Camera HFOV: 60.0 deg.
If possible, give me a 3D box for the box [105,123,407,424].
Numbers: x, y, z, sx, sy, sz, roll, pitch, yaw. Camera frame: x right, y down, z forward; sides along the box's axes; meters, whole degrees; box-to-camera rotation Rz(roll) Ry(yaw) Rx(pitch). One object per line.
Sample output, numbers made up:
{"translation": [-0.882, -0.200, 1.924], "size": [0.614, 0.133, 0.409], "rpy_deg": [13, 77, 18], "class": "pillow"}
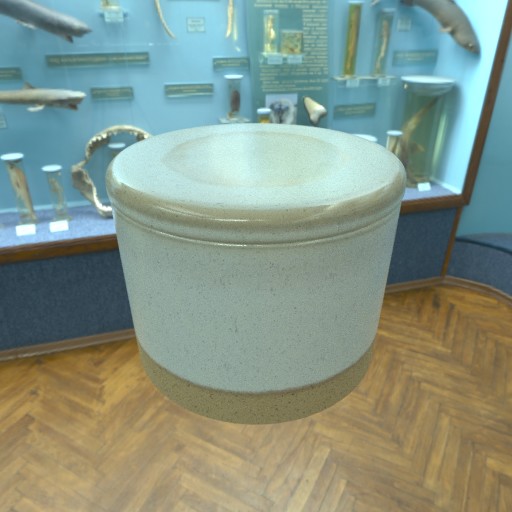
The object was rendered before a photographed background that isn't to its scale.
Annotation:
{"translation": [0.000, 0.000, 0.263], "size": [0.154, 0.123, 0.154], "rpy_deg": [0, 29, 0], "class": "box"}
